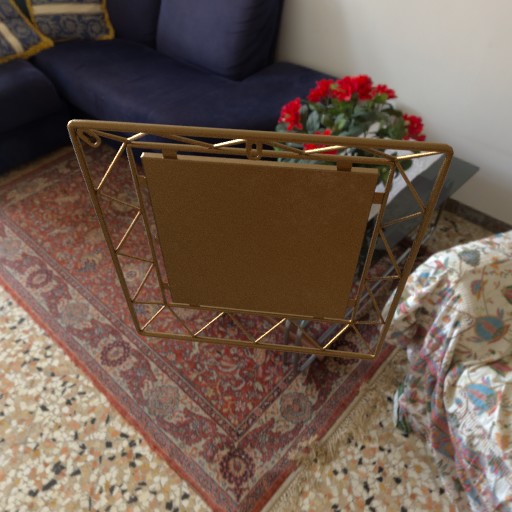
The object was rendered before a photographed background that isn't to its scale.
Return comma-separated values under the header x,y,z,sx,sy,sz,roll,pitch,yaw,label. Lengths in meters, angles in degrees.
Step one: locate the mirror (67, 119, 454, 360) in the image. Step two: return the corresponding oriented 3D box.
x,y,z,sx,sy,sz,roll,pitch,yaw,label
0.000,0.000,0.627,0.416,0.414,0.046,5,46,5,mirror
